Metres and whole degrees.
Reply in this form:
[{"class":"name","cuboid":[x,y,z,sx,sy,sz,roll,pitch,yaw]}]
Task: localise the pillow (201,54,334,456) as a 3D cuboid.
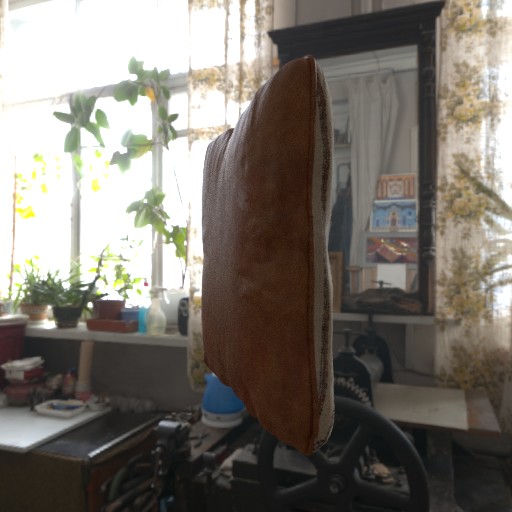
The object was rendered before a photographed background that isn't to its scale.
[{"class":"pillow","cuboid":[0.000,0.000,0.745,0.130,0.490,0.489,0,-1,-18]}]
